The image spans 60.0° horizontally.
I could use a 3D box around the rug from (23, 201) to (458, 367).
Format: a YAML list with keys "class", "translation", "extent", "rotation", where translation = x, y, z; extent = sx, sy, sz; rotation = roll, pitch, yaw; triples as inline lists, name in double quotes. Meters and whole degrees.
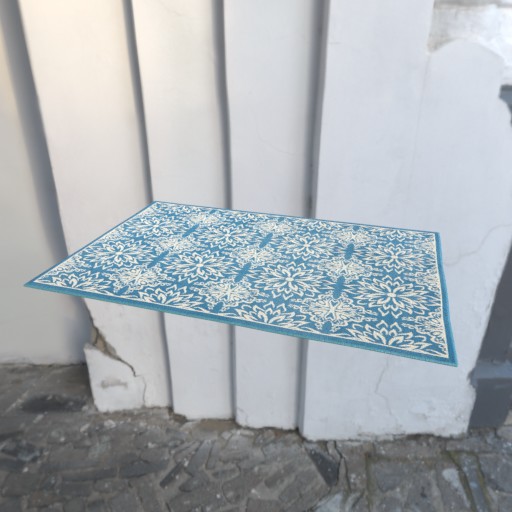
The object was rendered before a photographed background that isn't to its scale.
- class: "rug"
  translation: [0.000, 0.000, 3.444]
  extent: [2.769, 0.018, 1.830]
  rotation: [8, 27, 16]
